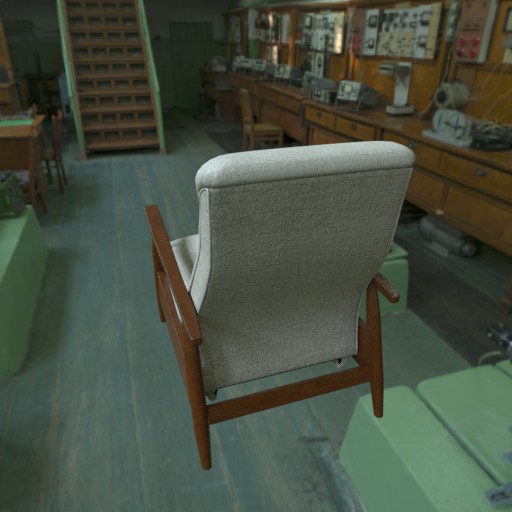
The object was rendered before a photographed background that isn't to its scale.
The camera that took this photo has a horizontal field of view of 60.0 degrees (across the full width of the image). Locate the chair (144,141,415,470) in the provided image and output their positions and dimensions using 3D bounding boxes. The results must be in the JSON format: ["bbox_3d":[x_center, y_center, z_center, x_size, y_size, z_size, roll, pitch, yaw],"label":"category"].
[{"bbox_3d":[0.000,0.000,1.812,0.762,1.082,1.014,-9,28,-17],"label":"chair"}]
